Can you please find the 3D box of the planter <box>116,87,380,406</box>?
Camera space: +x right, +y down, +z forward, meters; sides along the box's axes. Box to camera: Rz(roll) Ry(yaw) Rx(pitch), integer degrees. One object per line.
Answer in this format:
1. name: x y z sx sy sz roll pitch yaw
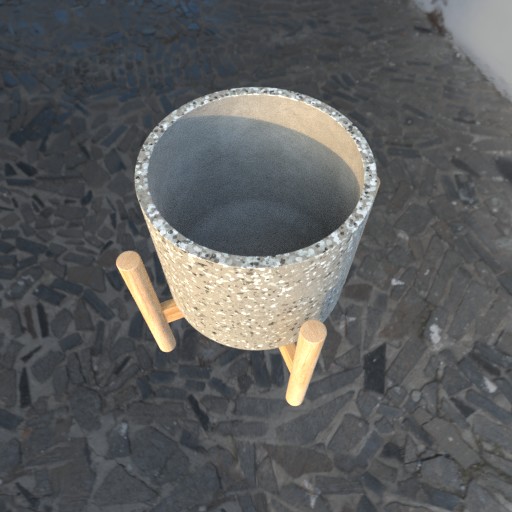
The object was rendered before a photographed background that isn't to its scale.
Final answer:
1. planter: 0.000 0.000 0.546 0.284 0.320 0.284 0 58 0
